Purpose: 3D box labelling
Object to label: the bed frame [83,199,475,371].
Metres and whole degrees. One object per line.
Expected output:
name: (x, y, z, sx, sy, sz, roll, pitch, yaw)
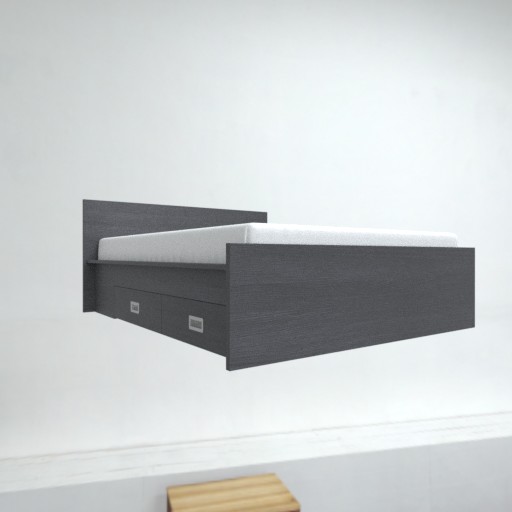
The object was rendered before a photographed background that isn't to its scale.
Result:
bed frame: (0.000, 0.000, 2.814, 1.622, 0.800, 1.960, 0, 0, -35)
